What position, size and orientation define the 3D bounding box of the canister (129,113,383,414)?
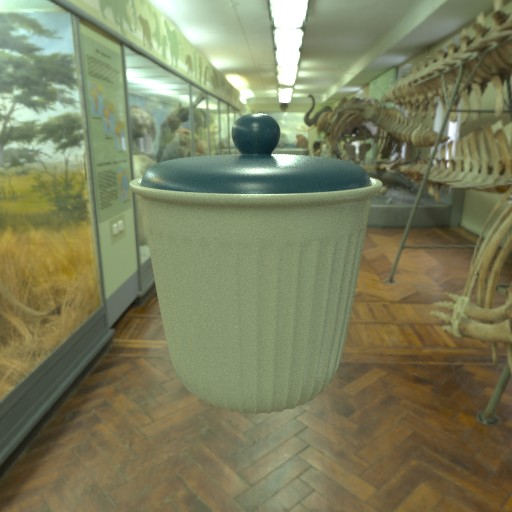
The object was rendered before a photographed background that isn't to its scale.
[{"bbox_3d":[0.000,0.000,0.344,0.181,0.211,0.181,0,15,0],"label":"canister"}]
